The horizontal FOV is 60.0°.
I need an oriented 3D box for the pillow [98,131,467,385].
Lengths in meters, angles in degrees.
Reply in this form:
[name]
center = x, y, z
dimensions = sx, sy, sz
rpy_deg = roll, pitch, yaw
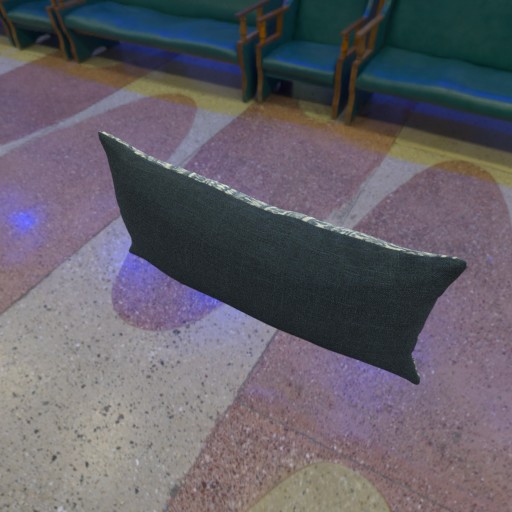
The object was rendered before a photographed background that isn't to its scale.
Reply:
[pillow]
center = 0.000, 0.000, 0.748
dimensions = 0.631, 0.292, 0.148
rpy_deg = 22, 50, 20
